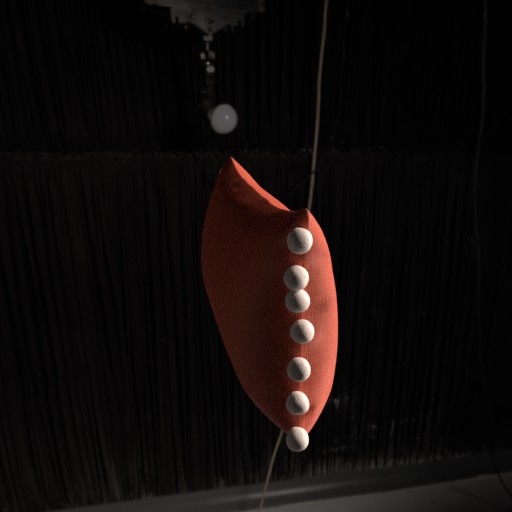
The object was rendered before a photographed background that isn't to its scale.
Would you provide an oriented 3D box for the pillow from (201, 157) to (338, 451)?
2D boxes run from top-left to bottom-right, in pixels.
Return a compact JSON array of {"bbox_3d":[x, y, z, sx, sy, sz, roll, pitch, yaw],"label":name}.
[{"bbox_3d":[0.000,0.000,0.834,0.201,0.322,0.709,-3,17,-10],"label":"pillow"}]
